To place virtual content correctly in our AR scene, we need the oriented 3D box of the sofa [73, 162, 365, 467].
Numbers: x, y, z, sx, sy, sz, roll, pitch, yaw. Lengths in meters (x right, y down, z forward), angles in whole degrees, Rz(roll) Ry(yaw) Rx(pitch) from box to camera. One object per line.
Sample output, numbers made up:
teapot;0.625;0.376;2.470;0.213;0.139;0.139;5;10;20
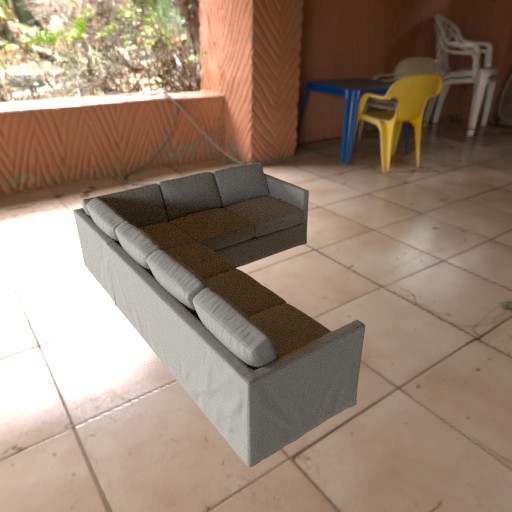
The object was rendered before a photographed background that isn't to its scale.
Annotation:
sofa;0.000;0.000;4.221;2.432;0.871;3.182;-19;32;-32
